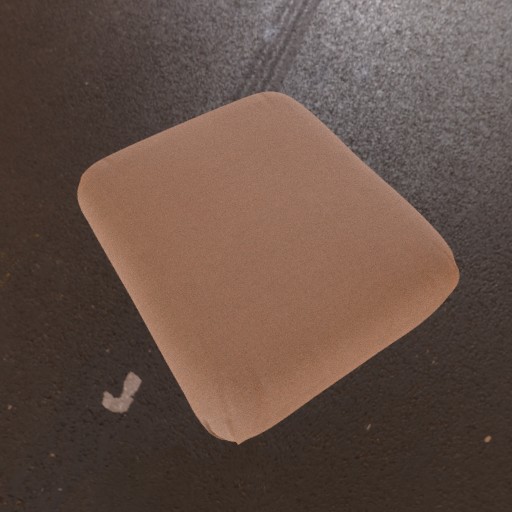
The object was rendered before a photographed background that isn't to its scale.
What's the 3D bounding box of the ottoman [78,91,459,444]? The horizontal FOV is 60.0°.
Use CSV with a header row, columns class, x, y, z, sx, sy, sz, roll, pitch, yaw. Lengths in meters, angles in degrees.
class,x,y,z,sx,sy,sz,roll,pitch,yaw
ottoman,0.000,0.000,1.130,0.639,0.450,0.746,-29,62,-17
